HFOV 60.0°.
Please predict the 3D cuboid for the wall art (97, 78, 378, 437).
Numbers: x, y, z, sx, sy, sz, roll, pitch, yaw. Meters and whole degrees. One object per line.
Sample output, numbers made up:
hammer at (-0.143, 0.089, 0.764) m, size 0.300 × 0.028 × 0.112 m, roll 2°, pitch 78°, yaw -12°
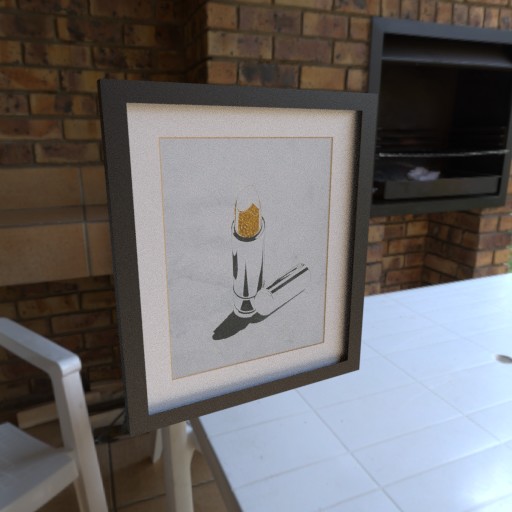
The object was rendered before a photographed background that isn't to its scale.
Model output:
wall art at (0.000, 0.000, 0.535) m, size 0.330 × 0.381 × 0.019 m, roll -8°, pitch 17°, yaw -26°
